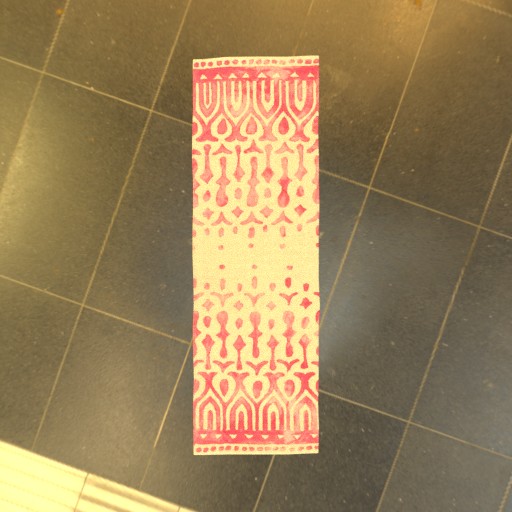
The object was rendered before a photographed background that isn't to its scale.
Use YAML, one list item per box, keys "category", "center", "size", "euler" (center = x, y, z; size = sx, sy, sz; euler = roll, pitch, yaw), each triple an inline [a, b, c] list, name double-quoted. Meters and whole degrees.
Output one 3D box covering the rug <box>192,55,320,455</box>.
- category: "rug"
  center: [0.000, 0.000, 2.731]
  size: [0.787, 0.011, 2.458]
  euler: [0, 90, 1]
